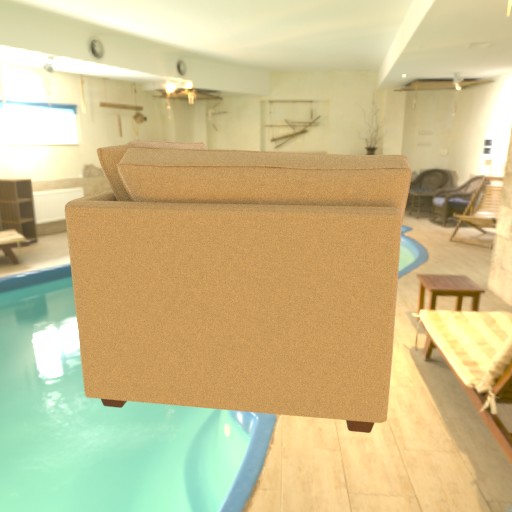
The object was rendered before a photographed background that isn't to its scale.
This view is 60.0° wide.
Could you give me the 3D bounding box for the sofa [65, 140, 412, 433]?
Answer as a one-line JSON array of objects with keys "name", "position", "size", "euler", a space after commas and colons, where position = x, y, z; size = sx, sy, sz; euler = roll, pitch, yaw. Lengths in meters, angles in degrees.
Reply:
[{"name": "sofa", "position": [0.000, 0.000, 1.860], "size": [1.050, 0.937, 1.042], "euler": [2, 15, 9]}]
